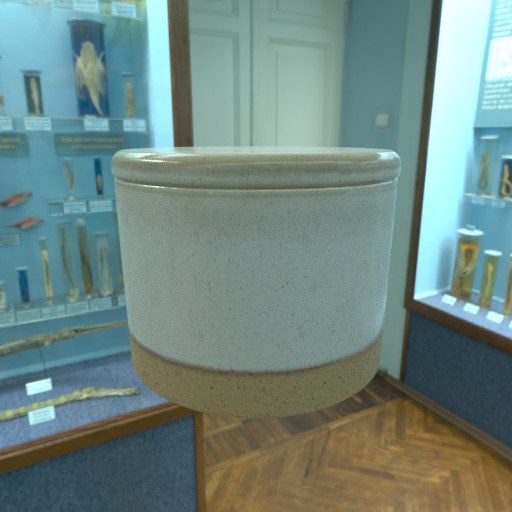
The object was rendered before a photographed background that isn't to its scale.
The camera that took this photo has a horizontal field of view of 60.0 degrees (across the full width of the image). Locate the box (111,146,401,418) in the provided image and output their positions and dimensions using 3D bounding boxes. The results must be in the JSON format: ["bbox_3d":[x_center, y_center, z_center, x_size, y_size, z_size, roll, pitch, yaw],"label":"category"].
[{"bbox_3d":[0.000,0.000,0.261,0.154,0.123,0.154,0,15,0],"label":"box"}]
